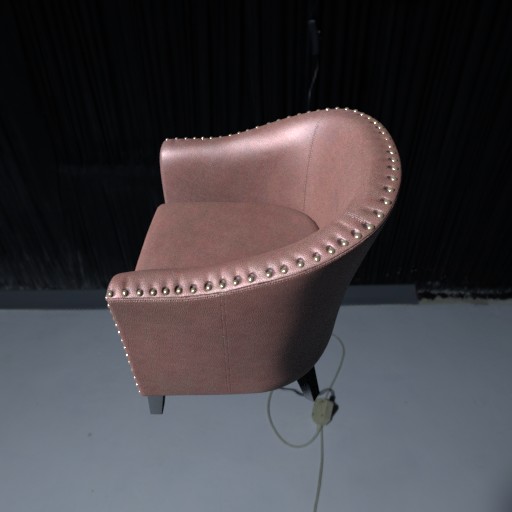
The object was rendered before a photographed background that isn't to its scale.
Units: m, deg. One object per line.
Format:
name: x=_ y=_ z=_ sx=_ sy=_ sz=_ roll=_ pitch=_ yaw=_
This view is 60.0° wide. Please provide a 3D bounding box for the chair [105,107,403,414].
chair: x=0.000 y=0.000 z=1.448 sx=0.748 sy=0.823 sz=0.794 roll=1 pitch=41 yaw=1
